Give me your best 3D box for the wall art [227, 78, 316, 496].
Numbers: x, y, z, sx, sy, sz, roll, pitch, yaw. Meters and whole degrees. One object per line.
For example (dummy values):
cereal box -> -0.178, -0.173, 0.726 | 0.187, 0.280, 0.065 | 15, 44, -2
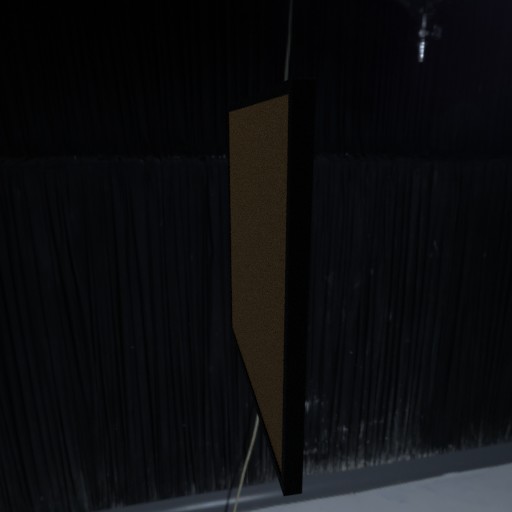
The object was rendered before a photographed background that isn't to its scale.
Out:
wall art -> 0.000, 0.000, 1.122 | 0.037, 0.761, 0.761 | -3, 16, -11
